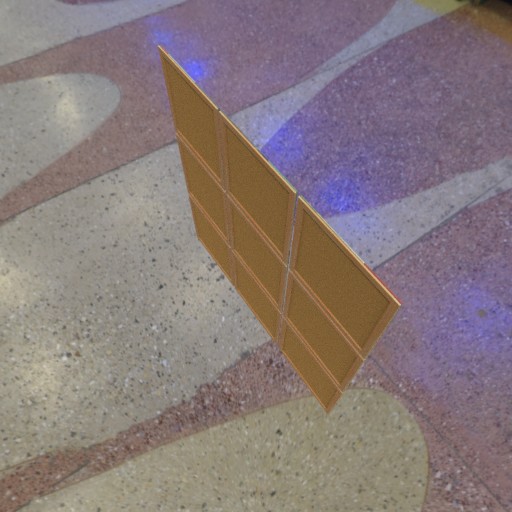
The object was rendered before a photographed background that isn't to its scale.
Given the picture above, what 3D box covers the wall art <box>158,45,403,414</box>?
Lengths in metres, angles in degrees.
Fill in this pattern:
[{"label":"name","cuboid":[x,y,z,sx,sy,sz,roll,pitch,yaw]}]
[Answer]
[{"label":"wall art","cuboid":[0.000,0.000,2.281,0.013,1.519,1.521,-30,63,-17]}]
